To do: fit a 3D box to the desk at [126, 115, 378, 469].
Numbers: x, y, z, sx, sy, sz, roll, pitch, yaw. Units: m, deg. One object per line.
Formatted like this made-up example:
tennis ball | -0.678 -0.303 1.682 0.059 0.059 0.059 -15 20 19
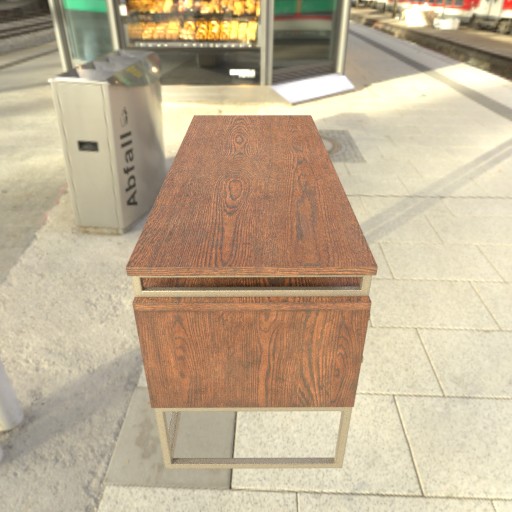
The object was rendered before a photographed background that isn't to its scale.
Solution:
desk | 0.000 0.000 1.820 0.610 0.792 1.384 0 32 0
